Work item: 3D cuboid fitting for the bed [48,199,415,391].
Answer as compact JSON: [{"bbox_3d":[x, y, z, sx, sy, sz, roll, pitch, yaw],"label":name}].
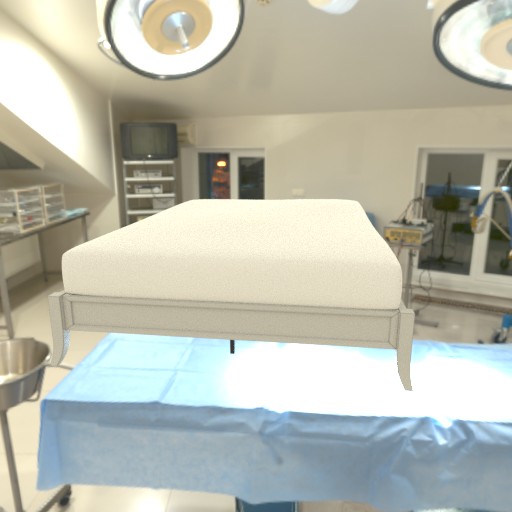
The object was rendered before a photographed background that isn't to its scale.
[{"bbox_3d":[0.000,0.000,2.643,1.460,0.510,1.985,2,14,8],"label":"bed"}]
